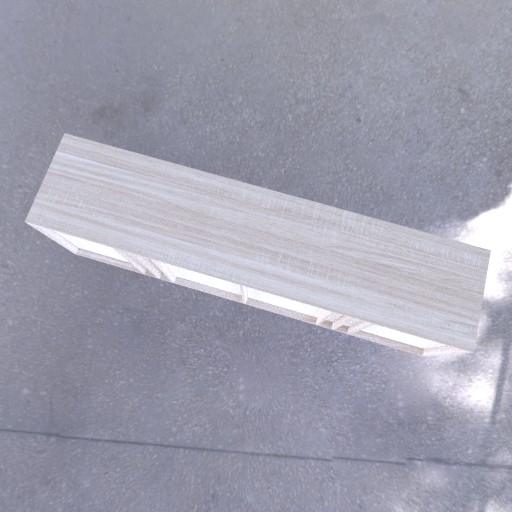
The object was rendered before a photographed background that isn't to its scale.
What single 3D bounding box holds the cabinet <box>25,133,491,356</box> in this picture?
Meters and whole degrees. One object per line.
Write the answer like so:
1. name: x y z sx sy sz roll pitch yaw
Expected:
1. cabinet: 0.000 0.000 2.517 2.200 0.780 0.500 16 76 4
